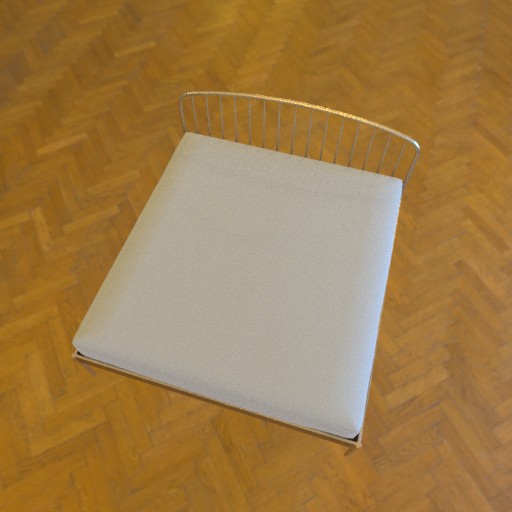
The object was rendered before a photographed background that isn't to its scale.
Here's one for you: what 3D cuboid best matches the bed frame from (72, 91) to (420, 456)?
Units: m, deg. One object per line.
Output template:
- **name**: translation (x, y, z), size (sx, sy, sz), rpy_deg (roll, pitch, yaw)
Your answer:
- **bed frame**: translation (0.000, 0.000, 3.334), size (2.016, 1.174, 2.152), rpy_deg (15, 60, 9)
